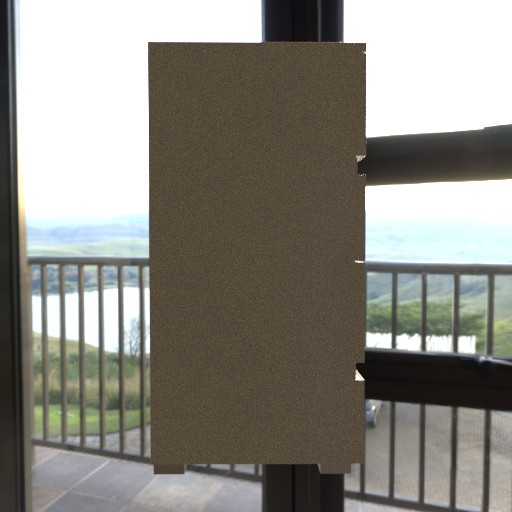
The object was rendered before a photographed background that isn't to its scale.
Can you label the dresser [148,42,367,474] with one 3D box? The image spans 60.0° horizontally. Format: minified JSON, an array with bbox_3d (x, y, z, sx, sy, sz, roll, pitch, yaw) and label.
[{"bbox_3d":[0.000,0.000,1.143,0.400,0.800,0.650,0,2,0],"label":"dresser"}]
